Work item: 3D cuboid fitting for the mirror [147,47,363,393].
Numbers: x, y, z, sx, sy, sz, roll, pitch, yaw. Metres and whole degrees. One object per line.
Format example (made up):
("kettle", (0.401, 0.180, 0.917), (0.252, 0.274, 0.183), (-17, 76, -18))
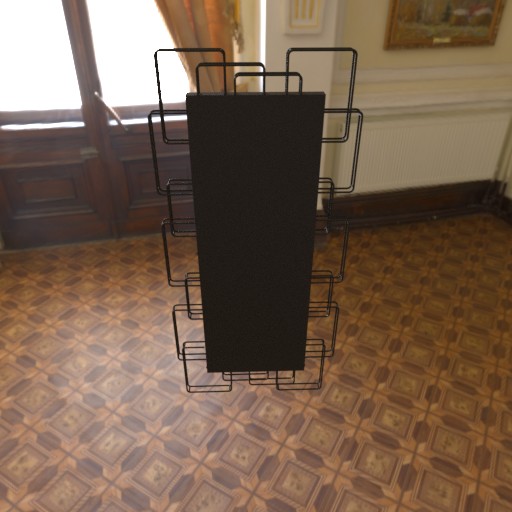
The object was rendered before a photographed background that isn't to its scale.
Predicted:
("mirror", (0.000, 0.000, 1.397), (0.565, 1.192, 0.037), (-1, 31, -2))
